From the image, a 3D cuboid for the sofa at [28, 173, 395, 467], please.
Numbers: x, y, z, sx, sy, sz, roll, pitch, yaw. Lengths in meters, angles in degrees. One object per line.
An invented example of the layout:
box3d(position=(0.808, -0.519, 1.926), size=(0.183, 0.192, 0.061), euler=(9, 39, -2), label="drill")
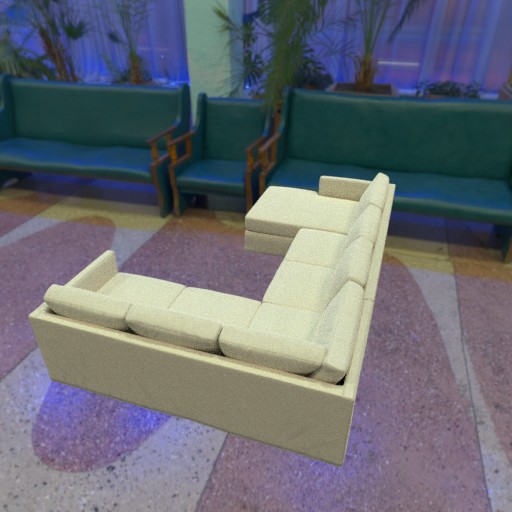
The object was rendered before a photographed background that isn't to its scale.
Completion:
box3d(position=(0.000, 0.000, 4.471), size=(2.448, 0.882, 3.464), euler=(10, 34, 15), label="sofa")
